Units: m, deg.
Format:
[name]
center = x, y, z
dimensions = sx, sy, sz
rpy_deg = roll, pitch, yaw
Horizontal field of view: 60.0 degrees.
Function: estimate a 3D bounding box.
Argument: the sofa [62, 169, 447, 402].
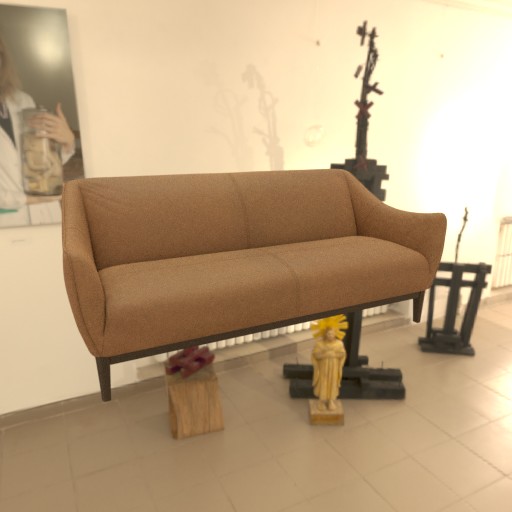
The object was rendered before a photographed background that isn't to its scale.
[sofa]
center = 0.000, 0.000, 2.376
dimensions = 1.928, 0.830, 0.869
rpy_deg = -8, 17, -26
